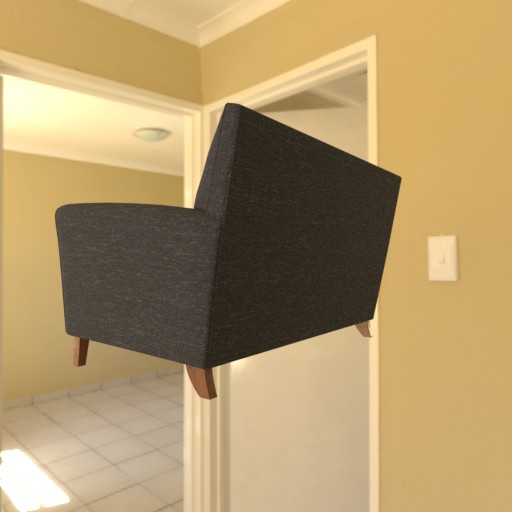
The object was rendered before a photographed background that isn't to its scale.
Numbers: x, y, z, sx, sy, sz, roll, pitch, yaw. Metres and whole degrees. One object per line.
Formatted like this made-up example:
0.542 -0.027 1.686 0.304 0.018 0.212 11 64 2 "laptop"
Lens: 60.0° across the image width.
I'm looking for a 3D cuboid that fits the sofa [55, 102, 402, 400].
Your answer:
0.000 0.000 1.988 0.875 0.846 1.420 0 0 36 "sofa"
